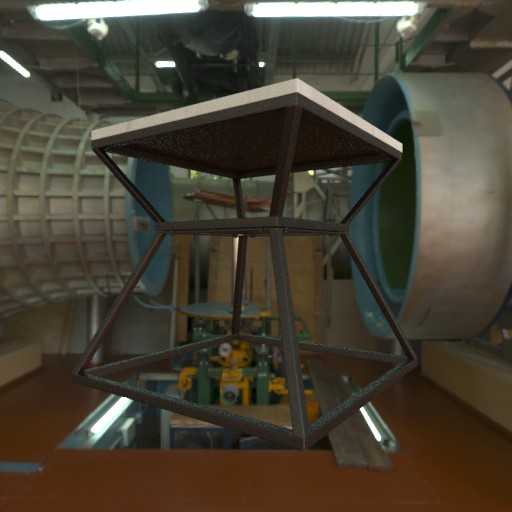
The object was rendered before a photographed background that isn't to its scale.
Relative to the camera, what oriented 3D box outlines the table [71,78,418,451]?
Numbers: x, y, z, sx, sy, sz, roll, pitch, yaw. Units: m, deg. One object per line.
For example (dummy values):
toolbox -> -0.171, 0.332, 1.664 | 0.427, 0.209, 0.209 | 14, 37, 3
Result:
table -> 0.000, 0.000, 0.811 | 0.455, 0.431, 0.455 | 1, 1, 35
